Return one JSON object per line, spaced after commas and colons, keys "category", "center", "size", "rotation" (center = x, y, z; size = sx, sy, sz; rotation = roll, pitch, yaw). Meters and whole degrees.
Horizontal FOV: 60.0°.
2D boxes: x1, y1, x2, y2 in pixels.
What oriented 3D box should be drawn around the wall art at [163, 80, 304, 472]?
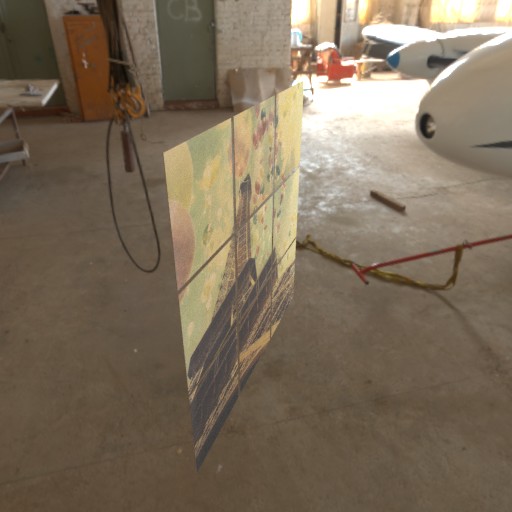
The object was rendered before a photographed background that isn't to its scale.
{"category": "wall art", "center": [0.000, 0.000, 2.290], "size": [0.002, 1.505, 1.517], "rotation": [11, 31, 18]}
